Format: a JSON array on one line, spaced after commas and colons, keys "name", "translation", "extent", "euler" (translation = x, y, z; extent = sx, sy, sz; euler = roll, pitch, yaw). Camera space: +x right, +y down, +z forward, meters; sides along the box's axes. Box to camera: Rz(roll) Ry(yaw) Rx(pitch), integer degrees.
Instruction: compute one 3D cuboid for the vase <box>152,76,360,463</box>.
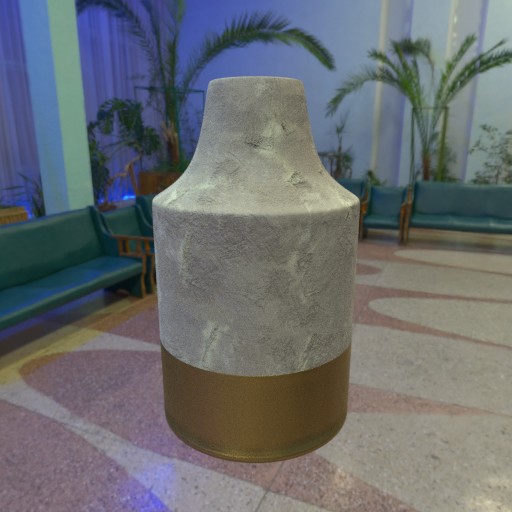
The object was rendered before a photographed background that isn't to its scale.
[{"name": "vase", "translation": [0.000, 0.000, 0.415], "extent": [0.184, 0.305, 0.184], "euler": [0, 15, 0]}]
